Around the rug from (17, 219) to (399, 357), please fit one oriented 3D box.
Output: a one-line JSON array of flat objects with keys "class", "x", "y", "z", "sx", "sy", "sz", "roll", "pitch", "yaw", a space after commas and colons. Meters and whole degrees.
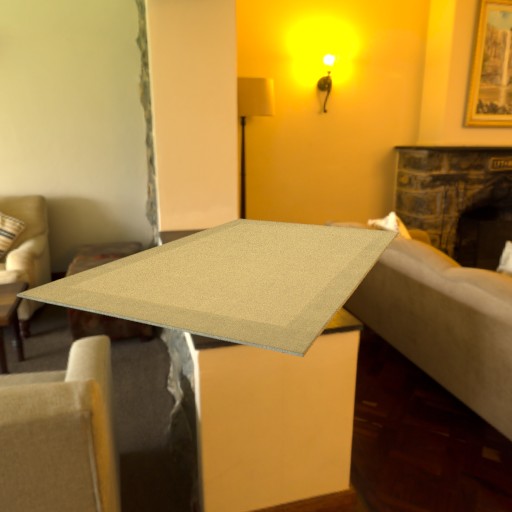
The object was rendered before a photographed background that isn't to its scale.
[{"class": "rug", "x": 0.000, "y": 0.000, "z": 2.982, "sx": 1.524, "sy": 0.014, "sz": 2.438, "roll": 7, "pitch": 16, "yaw": 24}]
